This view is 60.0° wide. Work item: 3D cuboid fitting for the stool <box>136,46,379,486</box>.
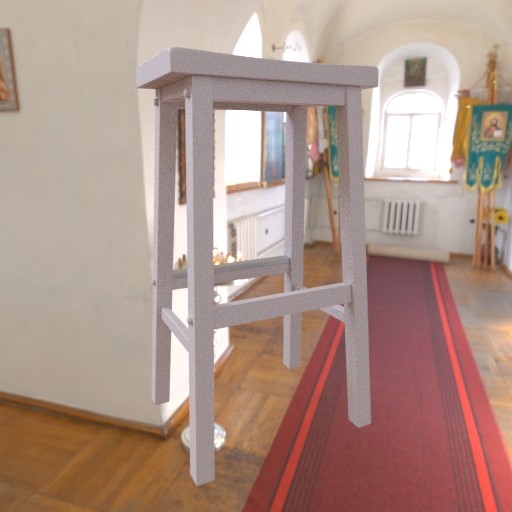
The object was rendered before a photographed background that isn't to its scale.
[{"bbox_3d":[0.000,0.000,0.936,0.406,0.742,0.322,-7,16,-26],"label":"stool"}]
